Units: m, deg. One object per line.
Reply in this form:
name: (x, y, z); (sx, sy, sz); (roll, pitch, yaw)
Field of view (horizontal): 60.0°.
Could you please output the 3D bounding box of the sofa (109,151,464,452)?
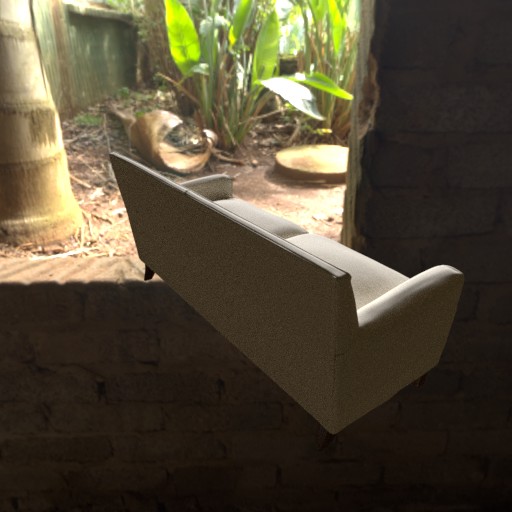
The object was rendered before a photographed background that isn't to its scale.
sofa: (0.000, 0.000, 2.457); (0.841, 0.907, 2.001); (-18, 31, -32)
